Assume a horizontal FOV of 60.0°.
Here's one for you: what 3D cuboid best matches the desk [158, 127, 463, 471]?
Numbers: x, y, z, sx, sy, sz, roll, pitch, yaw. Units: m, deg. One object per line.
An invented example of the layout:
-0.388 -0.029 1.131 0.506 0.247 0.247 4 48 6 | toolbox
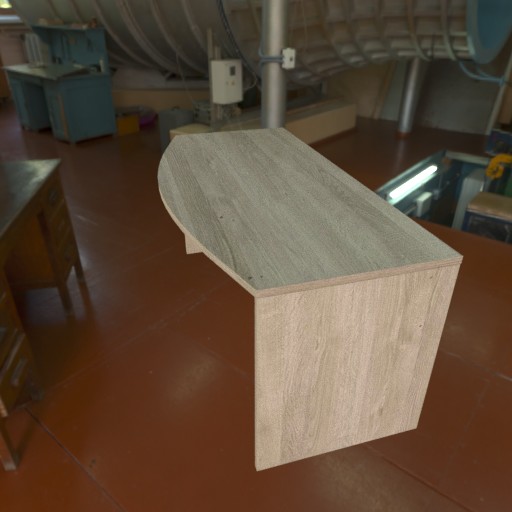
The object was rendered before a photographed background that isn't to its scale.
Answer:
0.000 0.000 2.059 0.802 0.752 1.600 -8 31 -14 | desk
